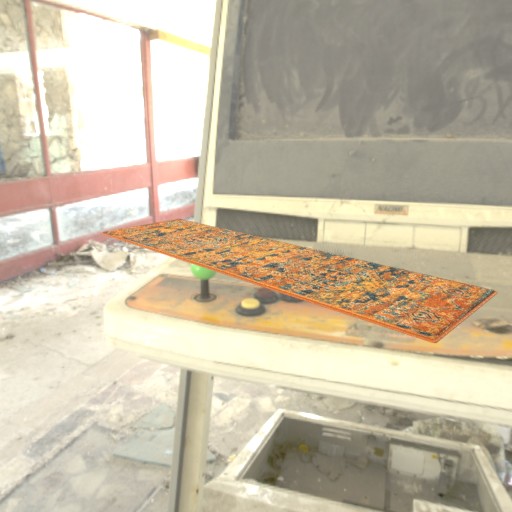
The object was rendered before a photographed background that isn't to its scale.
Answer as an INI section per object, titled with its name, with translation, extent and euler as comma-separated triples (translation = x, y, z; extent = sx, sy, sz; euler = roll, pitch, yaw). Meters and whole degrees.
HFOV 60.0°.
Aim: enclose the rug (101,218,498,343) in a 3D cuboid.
[rug]
translation = 0.000, 0.000, 2.442
extent = 2.274, 0.016, 0.651
euler = 15, 22, 42
